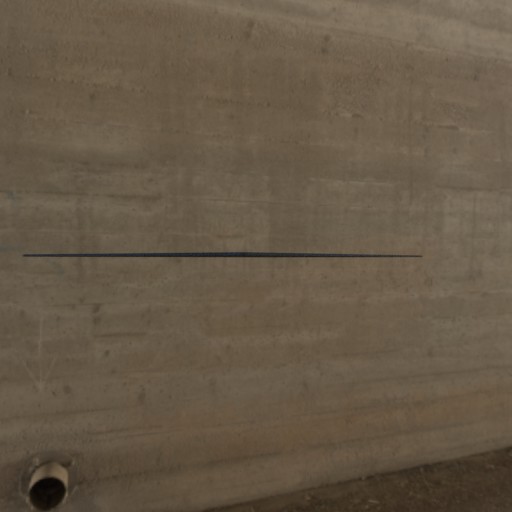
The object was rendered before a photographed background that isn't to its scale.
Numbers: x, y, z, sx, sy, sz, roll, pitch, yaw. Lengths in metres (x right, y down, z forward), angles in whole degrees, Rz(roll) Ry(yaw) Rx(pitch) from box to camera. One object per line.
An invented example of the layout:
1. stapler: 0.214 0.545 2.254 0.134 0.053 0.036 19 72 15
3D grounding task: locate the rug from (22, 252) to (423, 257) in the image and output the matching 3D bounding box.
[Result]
1. rug: 0.000 0.000 2.331 1.219 0.010 1.829 0 0 35
